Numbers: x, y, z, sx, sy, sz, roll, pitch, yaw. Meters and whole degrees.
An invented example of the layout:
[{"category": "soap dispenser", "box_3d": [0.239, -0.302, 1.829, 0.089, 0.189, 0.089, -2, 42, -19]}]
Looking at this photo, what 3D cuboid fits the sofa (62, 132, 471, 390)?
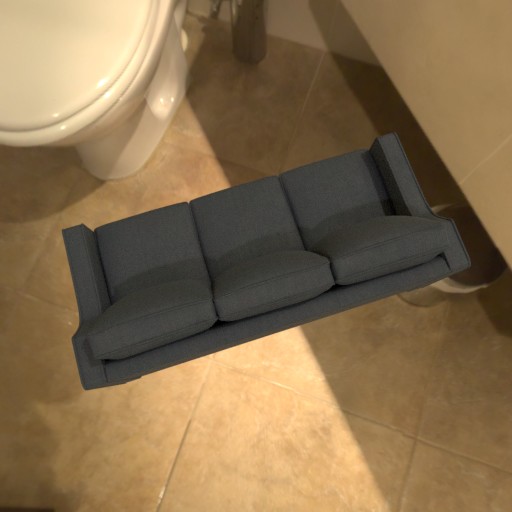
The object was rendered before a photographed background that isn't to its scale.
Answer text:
[{"category": "sofa", "box_3d": [0.000, 0.000, 2.574, 1.986, 0.974, 0.911, -17, 77, -4]}]
